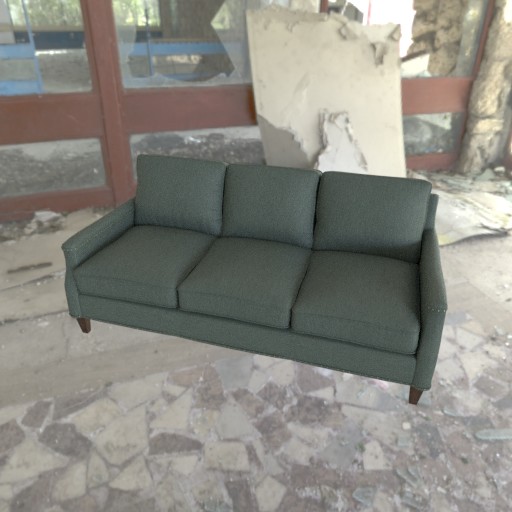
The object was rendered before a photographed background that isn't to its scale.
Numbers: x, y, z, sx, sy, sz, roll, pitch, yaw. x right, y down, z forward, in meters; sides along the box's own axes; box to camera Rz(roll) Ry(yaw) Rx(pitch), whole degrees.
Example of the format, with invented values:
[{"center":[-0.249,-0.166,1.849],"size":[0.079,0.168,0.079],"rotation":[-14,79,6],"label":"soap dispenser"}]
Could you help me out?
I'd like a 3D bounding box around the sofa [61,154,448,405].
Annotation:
[{"center":[0.000,0.000,2.878],"size":[2.246,1.003,1.084],"rotation":[8,30,15],"label":"sofa"}]
